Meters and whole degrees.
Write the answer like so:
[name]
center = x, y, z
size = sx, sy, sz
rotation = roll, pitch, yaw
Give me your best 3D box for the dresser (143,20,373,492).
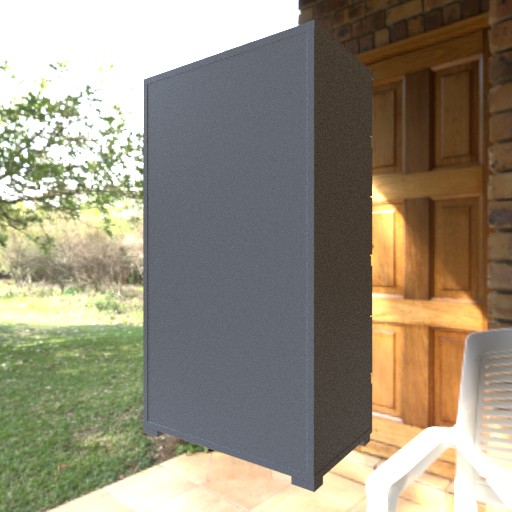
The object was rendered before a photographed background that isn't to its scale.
[dresser]
center = 0.000, 0.000, 1.467
size = 0.650, 1.190, 0.400
rotation = 0, 0, 36
